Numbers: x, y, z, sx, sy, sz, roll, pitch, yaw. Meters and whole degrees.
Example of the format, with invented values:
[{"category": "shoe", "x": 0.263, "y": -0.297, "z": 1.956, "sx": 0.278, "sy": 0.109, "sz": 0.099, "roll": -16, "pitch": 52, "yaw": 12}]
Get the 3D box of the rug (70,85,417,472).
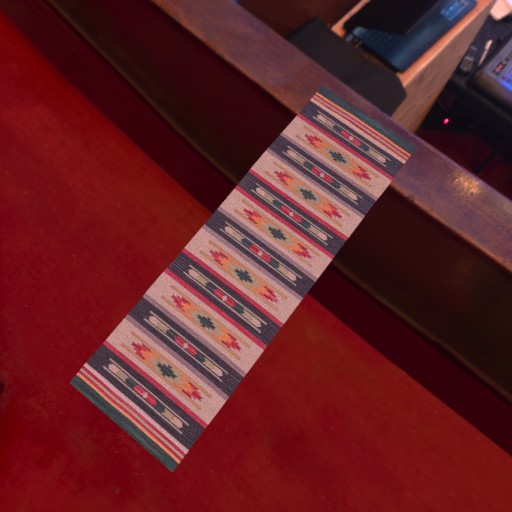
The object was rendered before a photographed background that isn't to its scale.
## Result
[{"category": "rug", "x": 0.000, "y": 0.000, "z": 2.676, "sx": 0.760, "sy": 0.009, "sz": 2.440, "roll": 37, "pitch": 78, "yaw": 9}]
